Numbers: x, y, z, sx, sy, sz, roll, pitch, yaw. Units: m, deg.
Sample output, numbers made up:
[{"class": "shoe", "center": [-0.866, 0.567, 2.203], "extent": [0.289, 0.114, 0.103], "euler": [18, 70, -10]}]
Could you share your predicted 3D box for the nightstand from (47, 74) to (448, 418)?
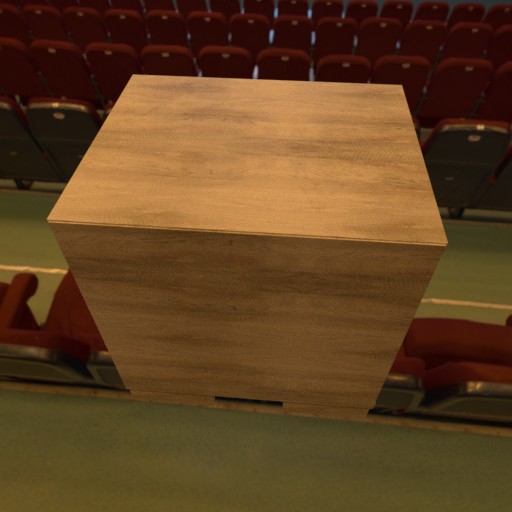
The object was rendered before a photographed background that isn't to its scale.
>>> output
[{"class": "nightstand", "center": [0.000, 0.000, 0.748], "extent": [0.427, 0.448, 0.347], "euler": [4, 47, 3]}]
